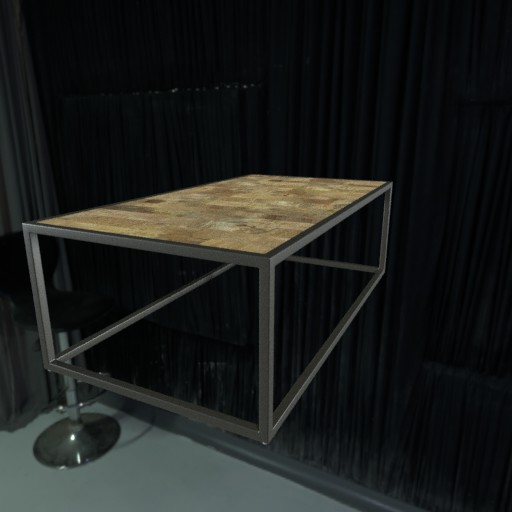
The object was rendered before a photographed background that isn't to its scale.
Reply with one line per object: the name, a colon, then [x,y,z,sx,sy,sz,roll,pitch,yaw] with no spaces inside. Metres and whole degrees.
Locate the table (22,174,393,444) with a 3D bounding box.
table: [0.000,0.000,1.487,0.649,0.398,1.199,8,18,25]
